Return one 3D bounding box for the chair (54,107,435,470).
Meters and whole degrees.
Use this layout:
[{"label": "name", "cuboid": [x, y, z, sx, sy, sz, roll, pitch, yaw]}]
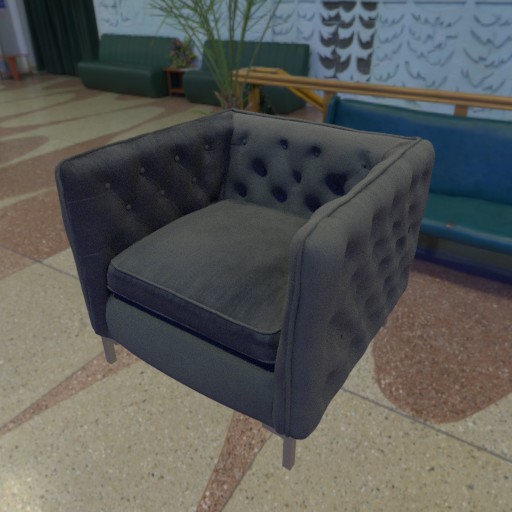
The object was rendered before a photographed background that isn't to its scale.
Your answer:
[{"label": "chair", "cuboid": [0.000, 0.000, 1.599, 0.946, 0.807, 0.913, 19, 35, 29]}]
